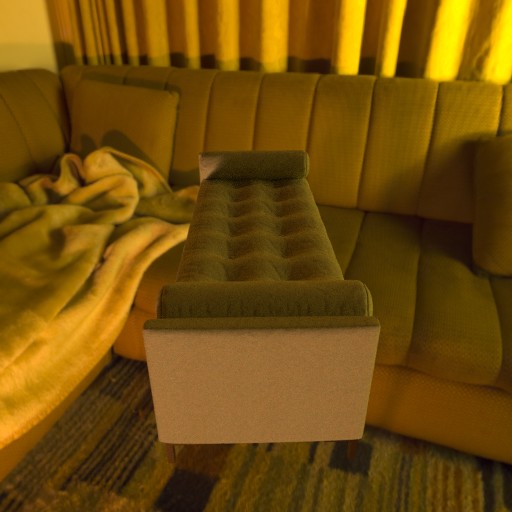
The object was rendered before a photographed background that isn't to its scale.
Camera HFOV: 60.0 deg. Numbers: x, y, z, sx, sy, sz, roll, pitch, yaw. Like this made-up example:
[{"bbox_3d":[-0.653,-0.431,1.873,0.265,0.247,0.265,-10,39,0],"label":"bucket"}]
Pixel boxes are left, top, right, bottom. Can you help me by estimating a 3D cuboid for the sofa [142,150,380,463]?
[{"bbox_3d":[0.000,0.000,2.463,0.796,0.705,2.102,-1,29,-1],"label":"sofa"}]
